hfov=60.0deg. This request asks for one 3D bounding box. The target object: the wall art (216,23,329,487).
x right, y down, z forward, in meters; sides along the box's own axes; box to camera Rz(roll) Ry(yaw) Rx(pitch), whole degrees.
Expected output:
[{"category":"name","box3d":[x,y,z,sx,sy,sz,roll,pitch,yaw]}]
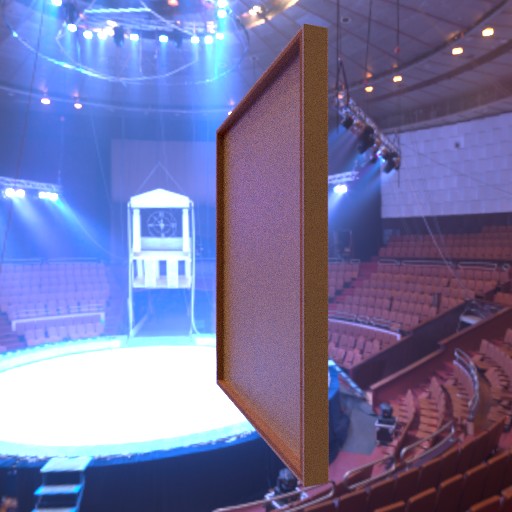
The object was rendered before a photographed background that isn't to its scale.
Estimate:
[{"category":"wall art","box3d":[0.000,0.000,0.825,0.037,0.606,0.508,0,-1,-18]}]
